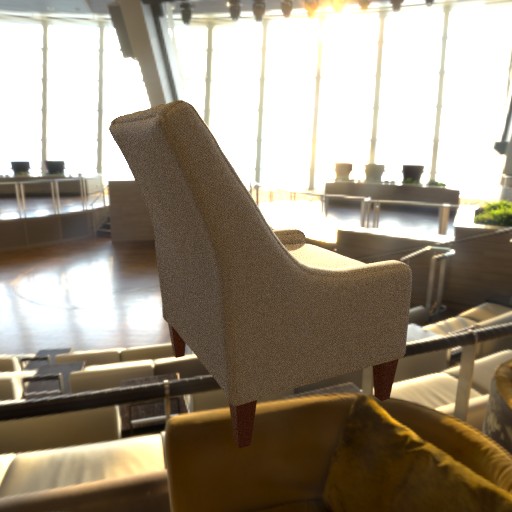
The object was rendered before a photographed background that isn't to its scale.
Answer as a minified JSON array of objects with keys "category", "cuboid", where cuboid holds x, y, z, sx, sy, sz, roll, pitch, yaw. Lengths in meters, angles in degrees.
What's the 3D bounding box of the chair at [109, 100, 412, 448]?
[{"category":"chair","cuboid":[0.000,0.000,1.646,0.870,1.014,0.774,-7,16,-26]}]
